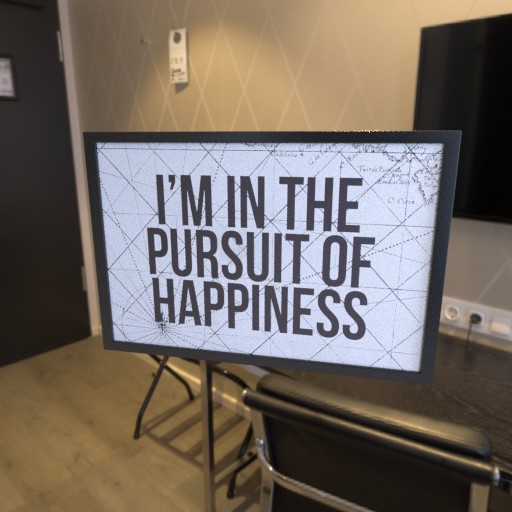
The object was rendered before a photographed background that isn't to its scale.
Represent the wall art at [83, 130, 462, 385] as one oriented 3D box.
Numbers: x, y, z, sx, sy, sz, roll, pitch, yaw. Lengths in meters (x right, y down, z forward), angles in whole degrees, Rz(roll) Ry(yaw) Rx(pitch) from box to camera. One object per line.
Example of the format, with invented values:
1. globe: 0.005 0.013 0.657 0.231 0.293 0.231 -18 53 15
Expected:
1. wall art: 0.000 0.000 1.020 0.819 0.552 0.015 3 15 12
